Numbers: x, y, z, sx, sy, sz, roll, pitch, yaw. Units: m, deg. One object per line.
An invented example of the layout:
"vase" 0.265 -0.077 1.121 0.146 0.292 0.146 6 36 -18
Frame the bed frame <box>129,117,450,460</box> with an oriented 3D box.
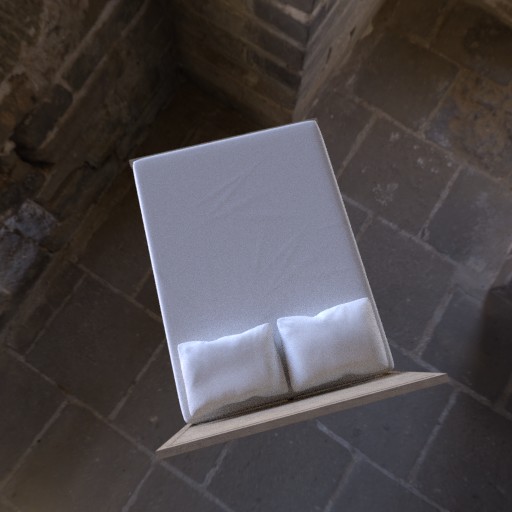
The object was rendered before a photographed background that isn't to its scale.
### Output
"bed frame" 0.000 0.000 3.260 1.606 1.369 2.189 -14 77 -3
